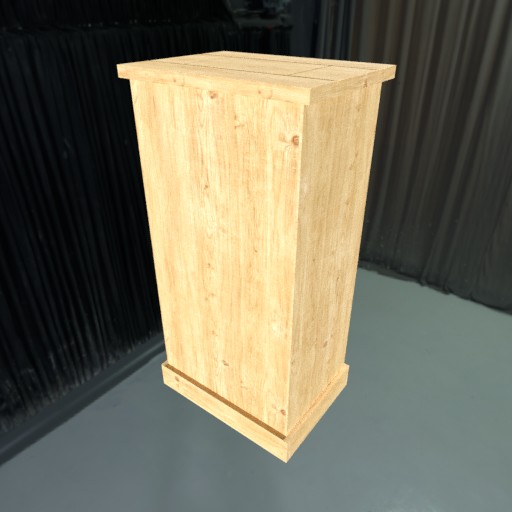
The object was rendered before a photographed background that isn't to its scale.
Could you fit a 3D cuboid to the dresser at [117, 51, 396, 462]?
[{"bbox_3d":[0.000,0.000,1.306,0.531,1.041,0.390,21,36,31],"label":"dresser"}]
